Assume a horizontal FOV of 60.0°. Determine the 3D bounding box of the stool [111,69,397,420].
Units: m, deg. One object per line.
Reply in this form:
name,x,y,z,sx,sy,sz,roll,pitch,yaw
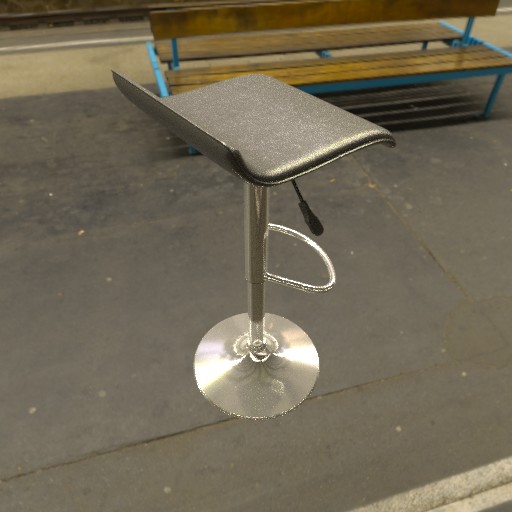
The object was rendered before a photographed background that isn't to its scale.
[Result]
stool,0.000,0.000,1.053,0.381,0.851,0.381,-27,49,-27
